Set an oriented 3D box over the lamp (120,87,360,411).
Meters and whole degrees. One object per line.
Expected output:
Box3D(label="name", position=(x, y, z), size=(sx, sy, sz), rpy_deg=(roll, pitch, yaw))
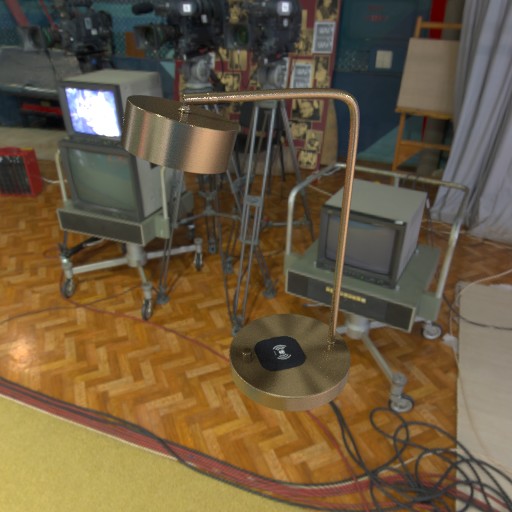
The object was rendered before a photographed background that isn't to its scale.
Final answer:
Box3D(label="lamp", position=(0.000, 0.000, 0.531), size=(0.270, 0.380, 0.171), rpy_deg=(-9, 32, -15))
